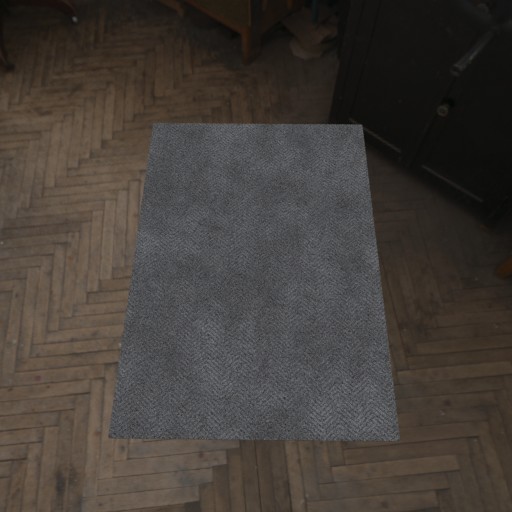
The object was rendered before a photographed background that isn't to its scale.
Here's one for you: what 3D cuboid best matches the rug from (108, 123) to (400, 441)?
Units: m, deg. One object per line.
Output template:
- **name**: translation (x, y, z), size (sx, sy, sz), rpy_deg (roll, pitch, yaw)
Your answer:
- **rug**: translation (0.000, 0.000, 2.911), size (1.600, 0.008, 2.235), rpy_deg (1, 65, 0)
